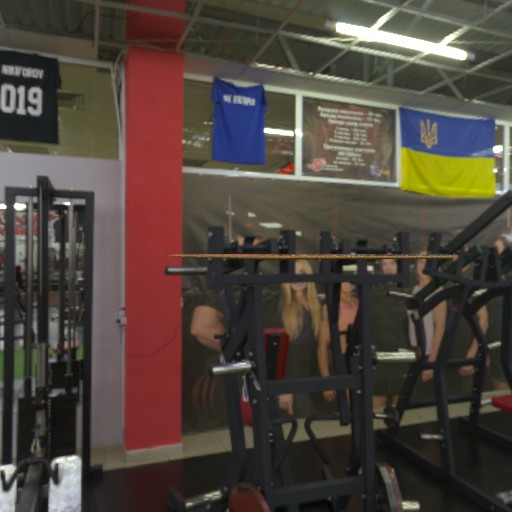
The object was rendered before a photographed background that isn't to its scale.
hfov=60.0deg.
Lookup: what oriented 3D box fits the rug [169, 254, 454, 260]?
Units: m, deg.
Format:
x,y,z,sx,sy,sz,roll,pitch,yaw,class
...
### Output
x,y,z,sx,sy,sz,roll,pitch,yaw,class
0.000,0.000,1.991,0.556,0.013,1.820,0,0,-18,rug
